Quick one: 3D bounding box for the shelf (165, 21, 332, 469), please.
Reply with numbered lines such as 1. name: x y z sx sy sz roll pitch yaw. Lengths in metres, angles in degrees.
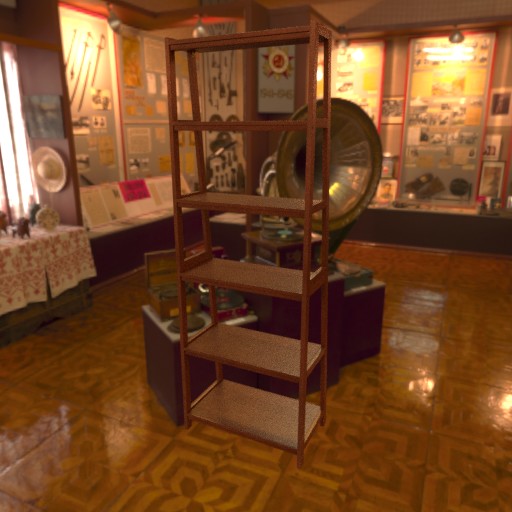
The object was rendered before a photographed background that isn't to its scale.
1. shelf: 0.000 0.000 2.115 0.660 1.892 0.382 8 18 25
